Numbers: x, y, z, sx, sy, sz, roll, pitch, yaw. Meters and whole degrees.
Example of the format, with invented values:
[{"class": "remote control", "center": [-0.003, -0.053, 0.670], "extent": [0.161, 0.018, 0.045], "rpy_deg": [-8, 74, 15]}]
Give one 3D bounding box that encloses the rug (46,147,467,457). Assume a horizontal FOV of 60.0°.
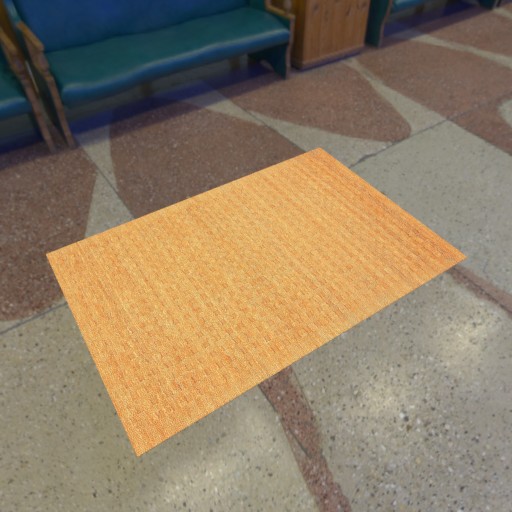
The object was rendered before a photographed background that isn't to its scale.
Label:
[{"class": "rug", "center": [0.000, 0.000, 2.889], "extent": [2.285, 0.006, 1.524], "rpy_deg": [-25, 52, -22]}]
